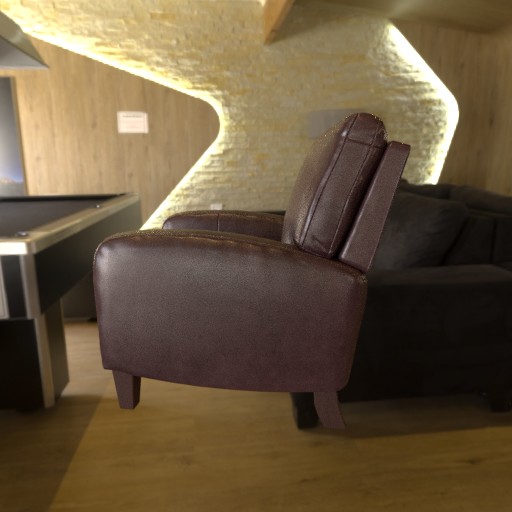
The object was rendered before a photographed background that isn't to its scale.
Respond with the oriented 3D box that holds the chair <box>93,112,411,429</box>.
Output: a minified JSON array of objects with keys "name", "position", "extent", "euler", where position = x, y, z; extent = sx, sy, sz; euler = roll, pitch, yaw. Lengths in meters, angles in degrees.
[{"name":"chair","position":[0.000,0.000,1.701],"extent":[0.990,0.990,0.762],"euler":[2,12,9]}]
